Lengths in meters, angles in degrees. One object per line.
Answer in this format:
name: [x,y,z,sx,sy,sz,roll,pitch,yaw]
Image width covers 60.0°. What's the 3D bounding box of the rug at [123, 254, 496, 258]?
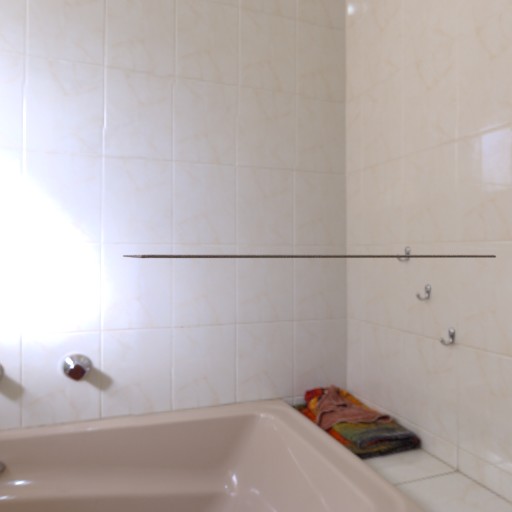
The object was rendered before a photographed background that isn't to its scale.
rug: [0.000,0.000,2.874,1.600,0.013,2.260,0,0,-18]
